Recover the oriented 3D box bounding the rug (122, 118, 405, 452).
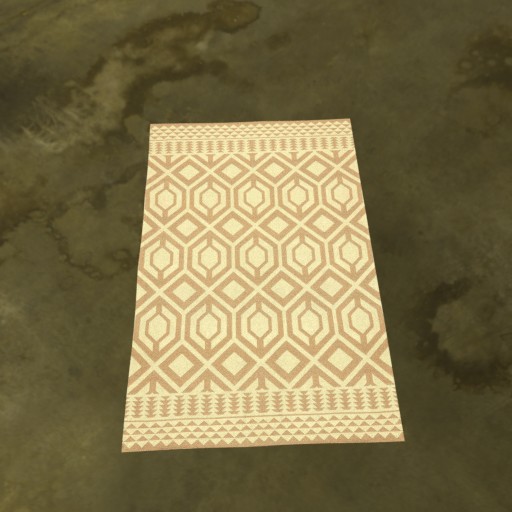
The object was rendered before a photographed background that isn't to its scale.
[{"bbox_3d":[0.000,0.000,2.309,1.219,0.008,1.829,-2,64,-1],"label":"rug"}]
